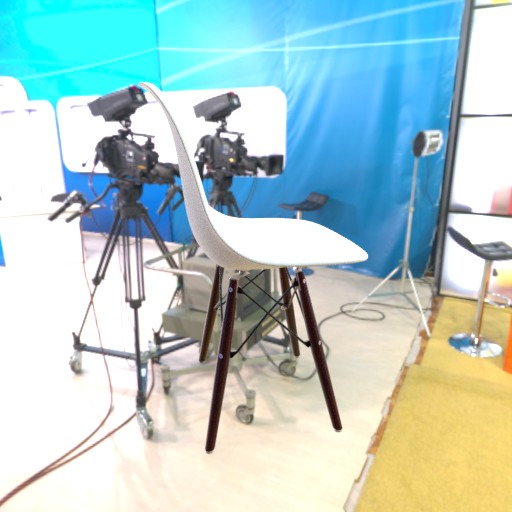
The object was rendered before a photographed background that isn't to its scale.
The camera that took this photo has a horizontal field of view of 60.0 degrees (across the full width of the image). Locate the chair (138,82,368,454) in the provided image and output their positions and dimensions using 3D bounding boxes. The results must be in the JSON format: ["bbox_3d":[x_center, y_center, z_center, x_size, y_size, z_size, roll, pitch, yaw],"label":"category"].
[{"bbox_3d":[0.000,0.000,1.150,0.533,0.826,0.470,-3,17,-11],"label":"chair"}]
